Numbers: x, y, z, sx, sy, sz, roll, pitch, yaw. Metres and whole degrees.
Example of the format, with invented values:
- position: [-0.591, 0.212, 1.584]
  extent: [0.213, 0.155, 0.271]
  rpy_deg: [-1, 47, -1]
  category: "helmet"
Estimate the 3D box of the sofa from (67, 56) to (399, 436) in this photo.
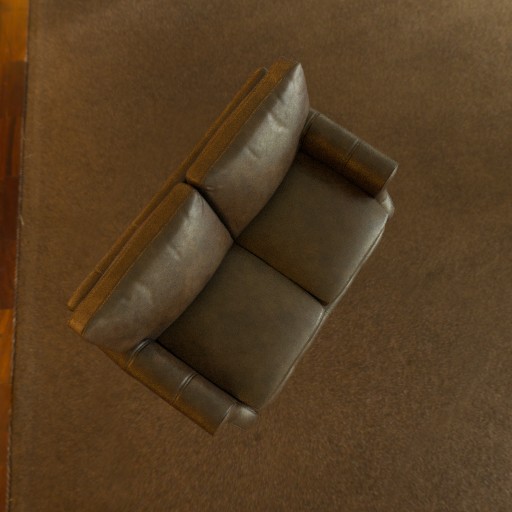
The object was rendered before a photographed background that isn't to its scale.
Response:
- position: [0.000, 0.000, 2.246]
  extent: [0.990, 0.976, 1.616]
  rpy_deg: [34, 78, 8]
  category: "sofa"
